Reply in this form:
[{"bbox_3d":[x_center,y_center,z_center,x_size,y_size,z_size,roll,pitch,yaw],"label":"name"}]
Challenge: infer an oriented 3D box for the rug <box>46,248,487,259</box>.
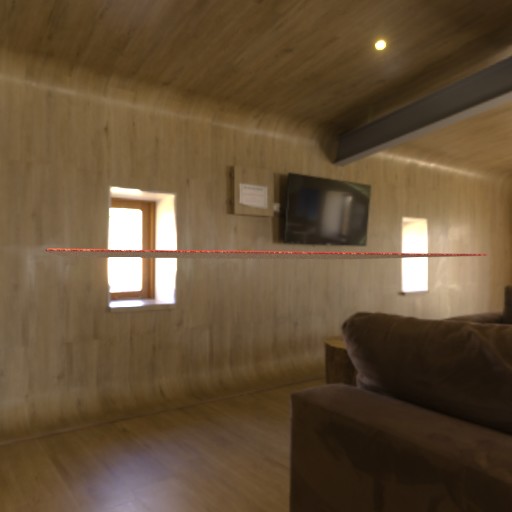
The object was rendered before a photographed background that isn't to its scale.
[{"bbox_3d":[0.000,0.000,2.984,2.442,0.010,1.531,0,-1,-20],"label":"rug"}]
